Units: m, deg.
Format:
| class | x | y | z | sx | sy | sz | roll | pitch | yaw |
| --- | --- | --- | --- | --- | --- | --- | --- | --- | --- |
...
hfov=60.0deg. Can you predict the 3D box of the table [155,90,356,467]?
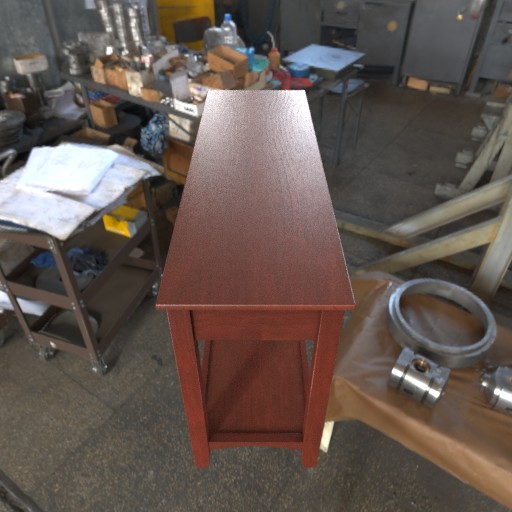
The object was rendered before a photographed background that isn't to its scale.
| class | x | y | z | sx | sy | sz | roll | pitch | yaw |
| --- | --- | --- | --- | --- | --- | --- | --- | --- | --- |
| table | 0.000 | 0.000 | 1.550 | 0.392 | 0.739 | 1.188 | 0 | 40 | 0 |
